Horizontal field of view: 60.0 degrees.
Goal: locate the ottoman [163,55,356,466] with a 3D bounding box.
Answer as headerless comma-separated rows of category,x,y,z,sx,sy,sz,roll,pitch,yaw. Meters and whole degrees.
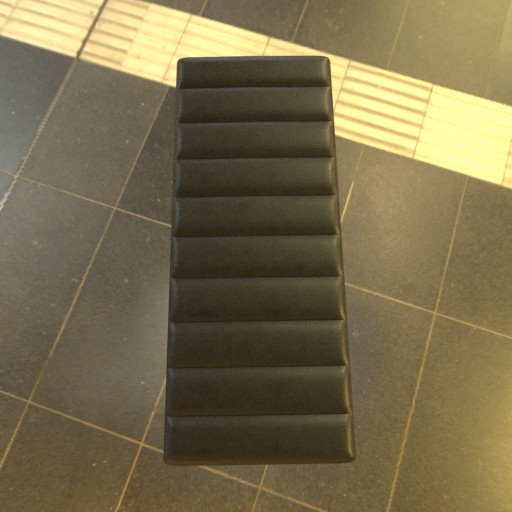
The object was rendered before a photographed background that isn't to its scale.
ottoman,0.000,0.000,1.399,0.482,0.469,1.151,-1,76,0
